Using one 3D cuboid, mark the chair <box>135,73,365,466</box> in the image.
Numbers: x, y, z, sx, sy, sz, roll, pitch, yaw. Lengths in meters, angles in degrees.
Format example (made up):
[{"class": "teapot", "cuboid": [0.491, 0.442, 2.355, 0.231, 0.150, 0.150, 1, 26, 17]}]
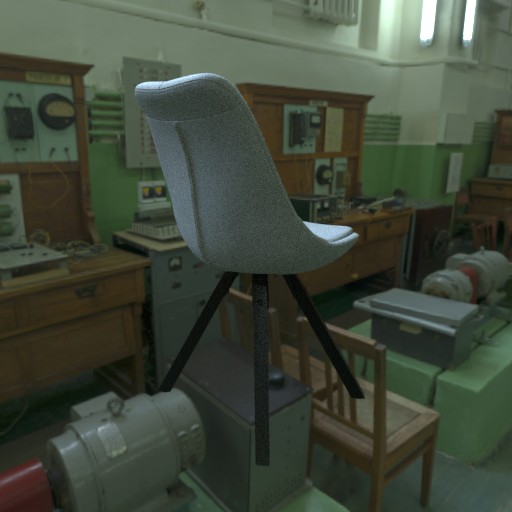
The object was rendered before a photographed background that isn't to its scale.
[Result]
[{"class": "chair", "cuboid": [0.000, 0.000, 1.188, 0.550, 0.850, 0.485, -14, 21, -42]}]
